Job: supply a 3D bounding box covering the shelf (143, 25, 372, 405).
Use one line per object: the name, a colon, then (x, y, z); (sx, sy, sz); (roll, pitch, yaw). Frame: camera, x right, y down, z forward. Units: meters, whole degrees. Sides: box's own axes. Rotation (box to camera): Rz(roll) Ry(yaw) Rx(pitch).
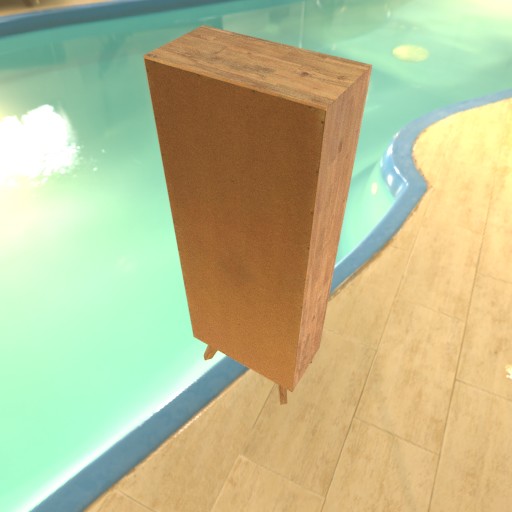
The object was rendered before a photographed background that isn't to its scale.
shelf: (0.000, 0.000, 1.535); (0.491, 1.342, 0.267); (24, 51, 22)
